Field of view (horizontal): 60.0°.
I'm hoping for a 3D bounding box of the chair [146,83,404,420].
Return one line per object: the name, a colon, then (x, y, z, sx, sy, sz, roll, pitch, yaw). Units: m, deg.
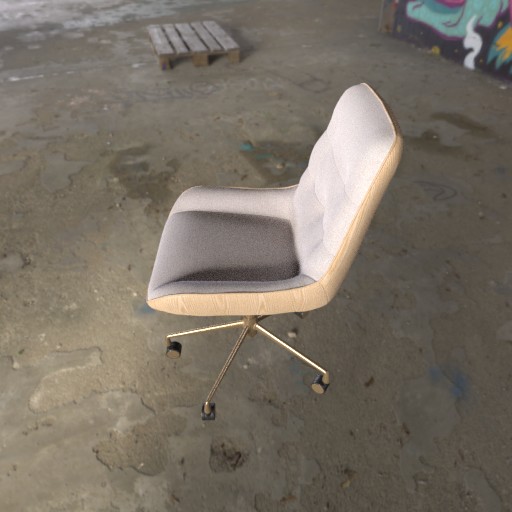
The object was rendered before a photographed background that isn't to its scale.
chair: (0.000, 0.000, 1.364, 0.668, 0.952, 0.564, 0, 39, 0)
